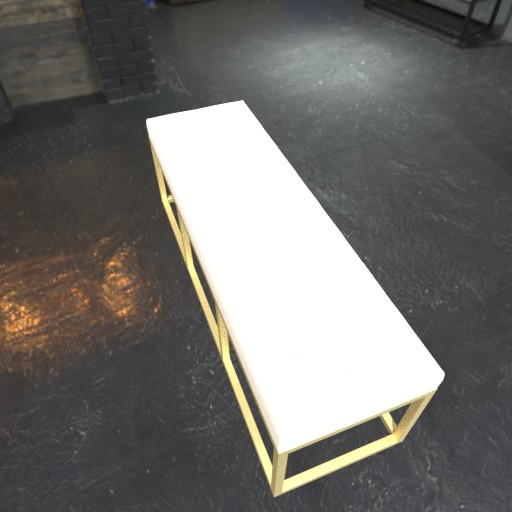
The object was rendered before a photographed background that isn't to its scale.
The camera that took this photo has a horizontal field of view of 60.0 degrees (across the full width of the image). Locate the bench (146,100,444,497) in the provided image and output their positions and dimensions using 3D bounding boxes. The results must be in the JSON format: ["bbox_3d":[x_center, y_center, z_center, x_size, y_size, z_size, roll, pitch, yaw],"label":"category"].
[{"bbox_3d":[0.000,0.000,1.677,0.457,0.484,1.473,-16,50,-14],"label":"bench"}]
